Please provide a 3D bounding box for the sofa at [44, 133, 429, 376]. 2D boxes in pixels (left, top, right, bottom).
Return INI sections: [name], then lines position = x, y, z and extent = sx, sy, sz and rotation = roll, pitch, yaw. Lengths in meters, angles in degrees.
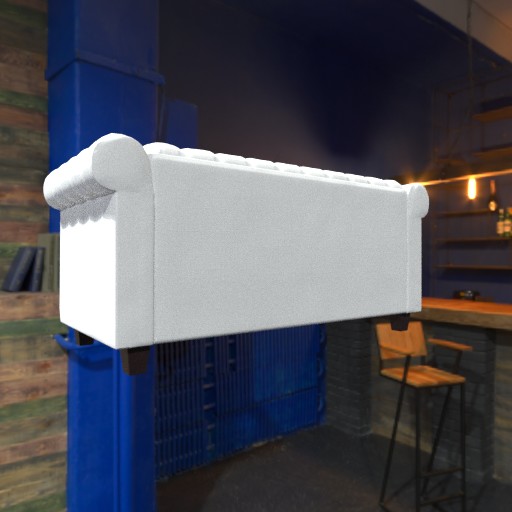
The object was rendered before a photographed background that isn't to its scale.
[sofa]
position = 0.000, 0.000, 2.188
extent = 1.798, 0.796, 0.771
rotation = 0, 0, -36
